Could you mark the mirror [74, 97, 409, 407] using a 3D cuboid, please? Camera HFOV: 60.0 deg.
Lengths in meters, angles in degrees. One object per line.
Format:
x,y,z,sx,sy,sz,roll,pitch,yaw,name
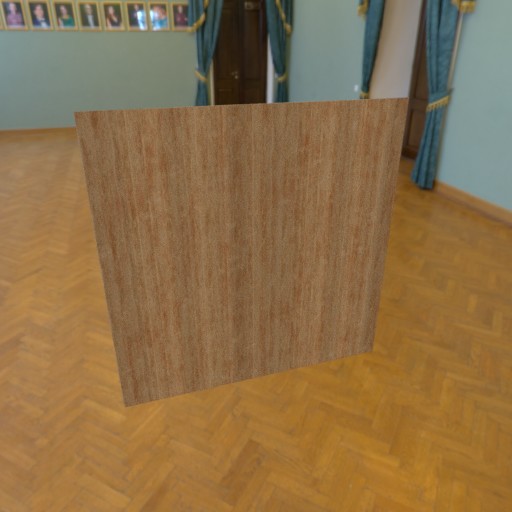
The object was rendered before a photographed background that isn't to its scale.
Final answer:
0.000,0.000,0.986,0.651,0.651,0.047,-8,27,-17,mirror
